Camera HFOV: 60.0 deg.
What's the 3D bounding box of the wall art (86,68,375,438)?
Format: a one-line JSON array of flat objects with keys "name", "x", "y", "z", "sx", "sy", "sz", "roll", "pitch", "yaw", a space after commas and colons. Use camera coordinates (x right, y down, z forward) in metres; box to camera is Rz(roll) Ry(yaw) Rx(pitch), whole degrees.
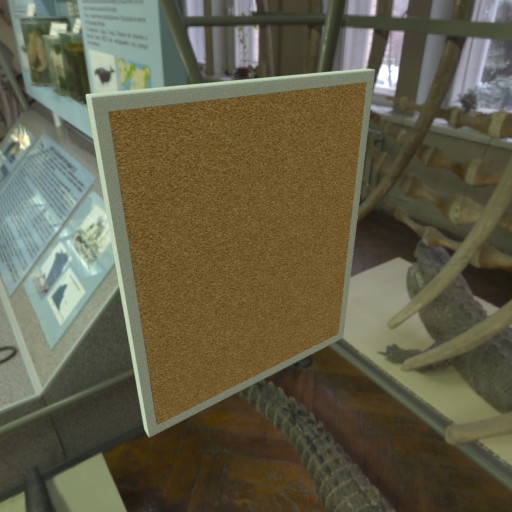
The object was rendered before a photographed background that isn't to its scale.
[{"name": "wall art", "x": 0.000, "y": 0.000, "z": 0.720, "sx": 0.444, "sy": 0.536, "sz": 0.020, "roll": -19, "pitch": 34, "yaw": -30}]
